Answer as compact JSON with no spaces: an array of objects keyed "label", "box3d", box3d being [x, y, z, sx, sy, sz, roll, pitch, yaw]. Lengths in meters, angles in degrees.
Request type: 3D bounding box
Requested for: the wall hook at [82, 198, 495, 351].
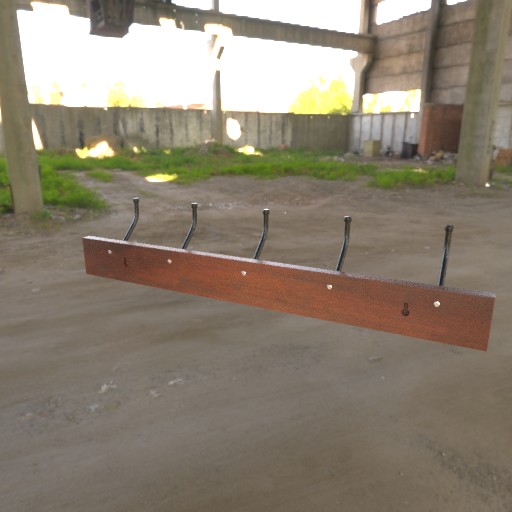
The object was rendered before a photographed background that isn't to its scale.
[{"label":"wall hook","box3d":[0.000,0.000,0.598,0.571,0.117,0.071,8,18,26]}]
